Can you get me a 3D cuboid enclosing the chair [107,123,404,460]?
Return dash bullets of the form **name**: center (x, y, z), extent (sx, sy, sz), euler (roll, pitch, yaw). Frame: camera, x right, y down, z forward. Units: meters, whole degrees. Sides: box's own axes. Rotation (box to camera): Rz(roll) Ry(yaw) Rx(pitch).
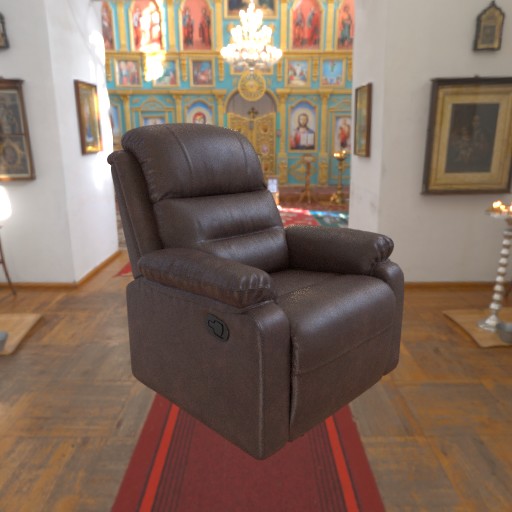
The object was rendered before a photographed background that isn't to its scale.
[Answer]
- **chair**: center (0.000, 0.000, 1.677), extent (0.919, 0.992, 0.855), euler (13, 19, 43)
